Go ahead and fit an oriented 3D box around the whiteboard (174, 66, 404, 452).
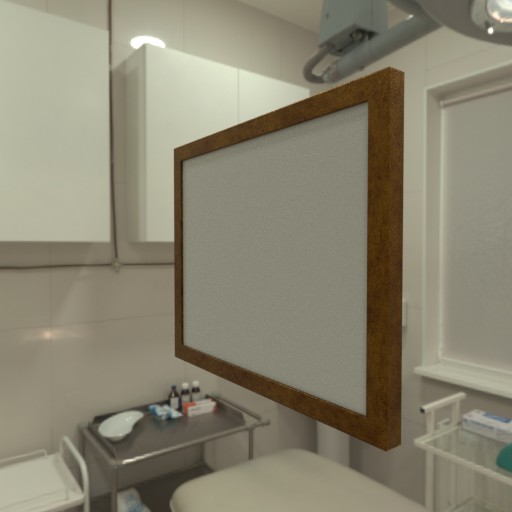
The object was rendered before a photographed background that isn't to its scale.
[{"bbox_3d":[0.000,0.000,0.759,0.029,0.457,0.561,-1,2,-37],"label":"whiteboard"}]
